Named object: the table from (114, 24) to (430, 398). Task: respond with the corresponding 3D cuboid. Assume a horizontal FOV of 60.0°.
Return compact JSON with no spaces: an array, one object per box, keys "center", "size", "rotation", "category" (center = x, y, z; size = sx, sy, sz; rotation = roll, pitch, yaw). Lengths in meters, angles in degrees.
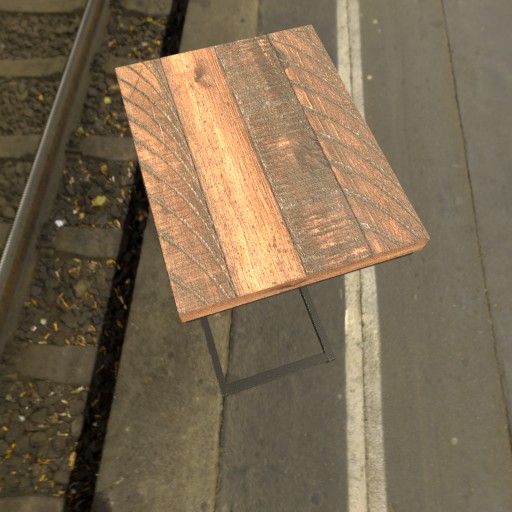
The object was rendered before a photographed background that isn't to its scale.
[{"center":[0.000,0.000,0.936],"size":[0.323,0.718,0.414],"rotation":[-16,66,-8],"category":"table"}]
